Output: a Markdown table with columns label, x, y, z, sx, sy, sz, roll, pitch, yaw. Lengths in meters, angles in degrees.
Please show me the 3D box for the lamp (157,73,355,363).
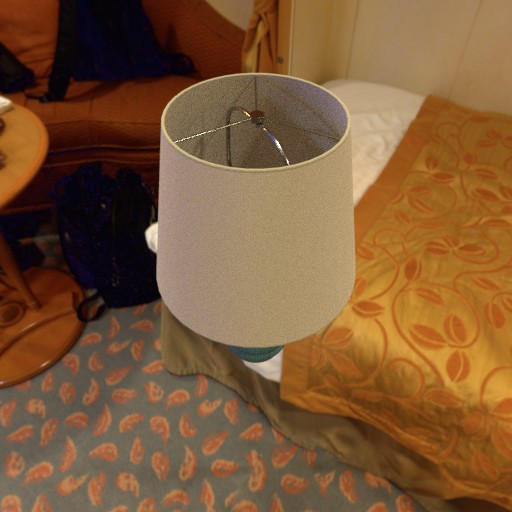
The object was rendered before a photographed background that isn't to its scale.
| label | x | y | z | sx | sy | sz | roll | pitch | yaw |
| --- | --- | --- | --- | --- | --- | --- | --- | --- | --- |
| lamp | 0.000 | 0.000 | 0.564 | 0.254 | 0.392 | 0.254 | 0 | 47 | 0 |
